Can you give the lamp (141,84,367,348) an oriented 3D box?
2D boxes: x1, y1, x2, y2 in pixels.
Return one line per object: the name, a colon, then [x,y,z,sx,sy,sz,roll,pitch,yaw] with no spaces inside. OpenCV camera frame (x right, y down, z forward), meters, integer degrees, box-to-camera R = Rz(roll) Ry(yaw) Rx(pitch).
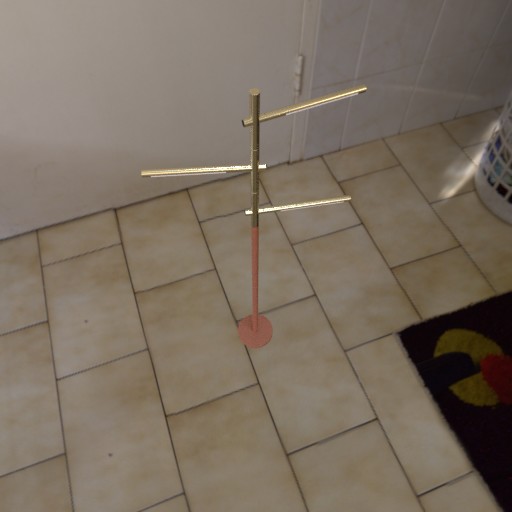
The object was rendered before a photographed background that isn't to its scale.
lamp: [0.000,0.000,1.943,0.737,1.704,0.209,-15,59,-9]
